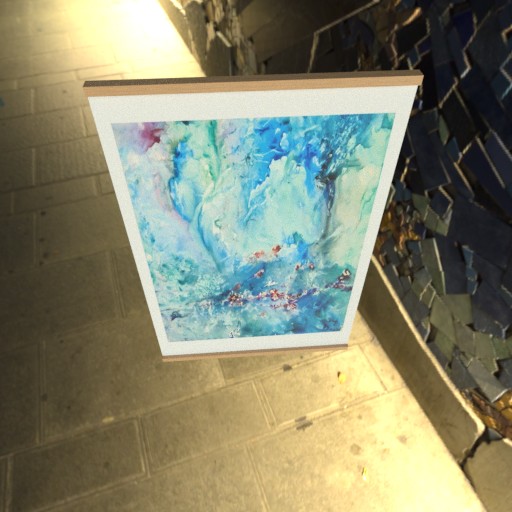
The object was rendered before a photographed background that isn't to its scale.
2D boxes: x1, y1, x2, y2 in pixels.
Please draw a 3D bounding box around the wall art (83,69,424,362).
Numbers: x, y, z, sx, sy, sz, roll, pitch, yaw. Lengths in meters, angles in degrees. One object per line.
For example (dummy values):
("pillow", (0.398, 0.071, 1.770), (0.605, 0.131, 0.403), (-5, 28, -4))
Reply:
("wall art", (0.000, 0.000, 1.246), (0.669, 1.020, 0.027), (-3, 47, -3))
